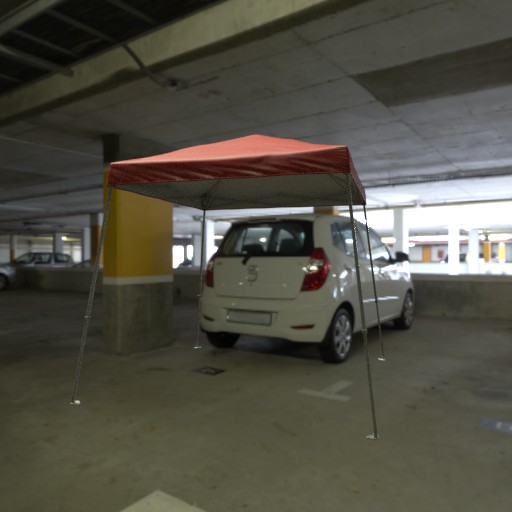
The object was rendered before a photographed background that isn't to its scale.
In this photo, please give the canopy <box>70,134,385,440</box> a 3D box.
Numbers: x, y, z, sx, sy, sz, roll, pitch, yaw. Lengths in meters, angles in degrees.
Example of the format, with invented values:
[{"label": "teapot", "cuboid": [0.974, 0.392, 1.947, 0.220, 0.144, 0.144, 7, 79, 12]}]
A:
[{"label": "canopy", "cuboid": [0.000, 0.000, 5.195, 2.849, 2.849, 2.848, 0, 0, 17]}]
